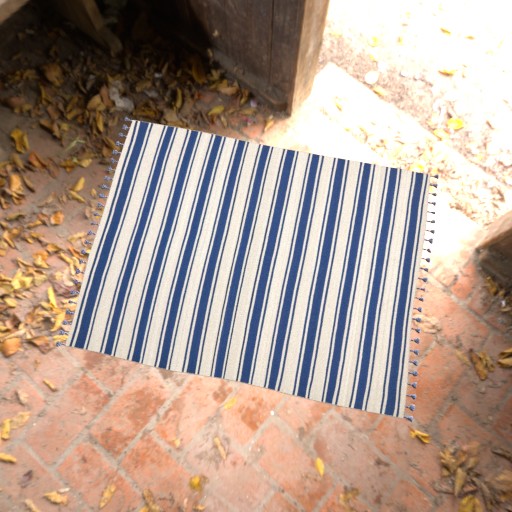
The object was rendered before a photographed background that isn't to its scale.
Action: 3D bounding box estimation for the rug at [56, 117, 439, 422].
[{"bbox_3d":[0.000,0.000,4.384,3.416,0.016,2.471,11,76,3],"label":"rug"}]
